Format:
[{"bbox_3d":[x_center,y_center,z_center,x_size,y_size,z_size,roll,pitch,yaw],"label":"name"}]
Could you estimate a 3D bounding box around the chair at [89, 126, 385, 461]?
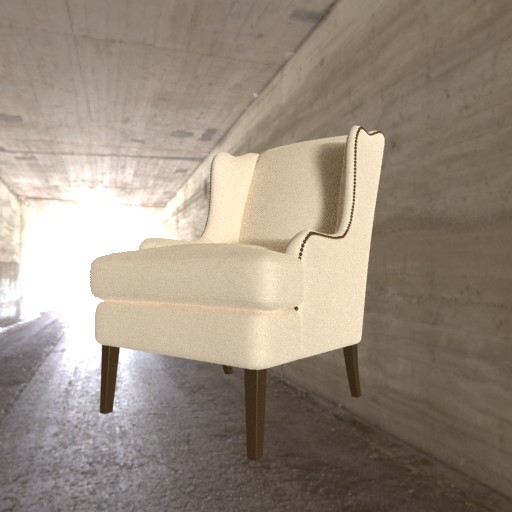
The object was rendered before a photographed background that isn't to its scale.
[{"bbox_3d":[0.000,0.000,1.633,0.737,1.029,0.940,-1,-2,35],"label":"chair"}]
